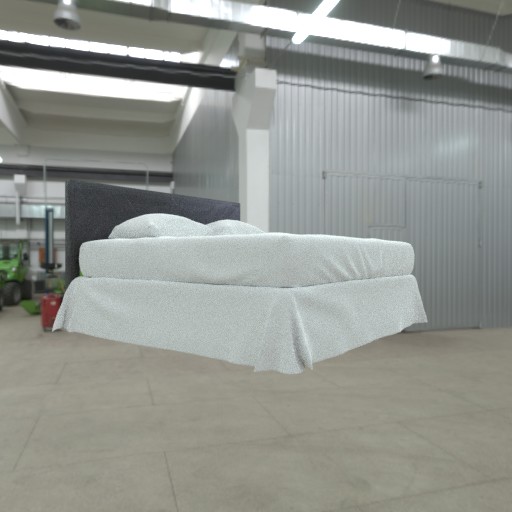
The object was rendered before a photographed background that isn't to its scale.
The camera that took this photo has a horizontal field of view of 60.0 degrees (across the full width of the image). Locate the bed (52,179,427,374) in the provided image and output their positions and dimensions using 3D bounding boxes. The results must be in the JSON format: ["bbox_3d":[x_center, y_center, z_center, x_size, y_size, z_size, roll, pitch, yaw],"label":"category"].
[{"bbox_3d":[0.000,0.000,3.534,2.165,1.158,2.255,0,0,38],"label":"bed"}]
